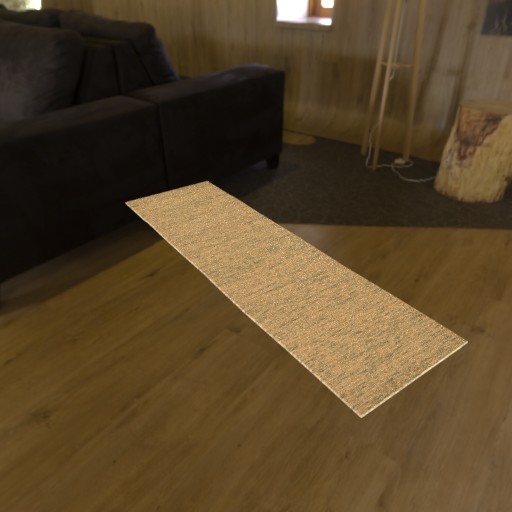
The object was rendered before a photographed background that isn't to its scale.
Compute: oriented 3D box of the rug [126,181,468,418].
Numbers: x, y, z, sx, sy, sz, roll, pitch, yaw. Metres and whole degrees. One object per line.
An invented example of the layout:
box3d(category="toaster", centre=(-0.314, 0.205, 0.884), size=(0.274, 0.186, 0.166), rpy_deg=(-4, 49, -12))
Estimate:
box3d(category="rug", centre=(0.000, 0.000, 2.599), size=(0.700, 0.014, 2.290), rpy_deg=(-21, 38, -30))
